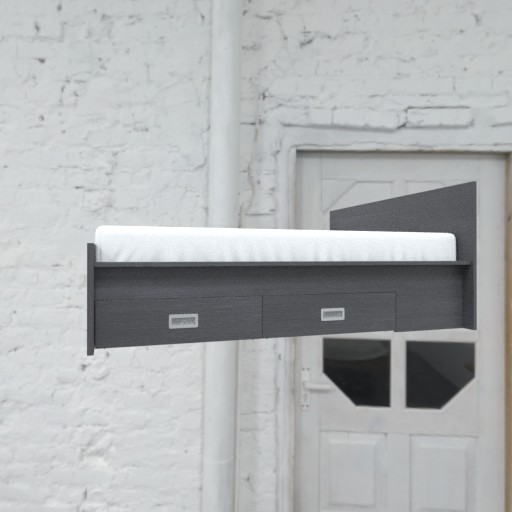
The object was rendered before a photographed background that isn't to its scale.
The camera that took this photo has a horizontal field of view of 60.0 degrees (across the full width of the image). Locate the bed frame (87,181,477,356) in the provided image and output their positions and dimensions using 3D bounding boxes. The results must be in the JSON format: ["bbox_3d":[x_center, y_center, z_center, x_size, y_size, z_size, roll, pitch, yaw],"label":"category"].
[{"bbox_3d":[0.000,0.000,2.841,1.960,0.800,1.622,0,0,-19],"label":"bed frame"}]
